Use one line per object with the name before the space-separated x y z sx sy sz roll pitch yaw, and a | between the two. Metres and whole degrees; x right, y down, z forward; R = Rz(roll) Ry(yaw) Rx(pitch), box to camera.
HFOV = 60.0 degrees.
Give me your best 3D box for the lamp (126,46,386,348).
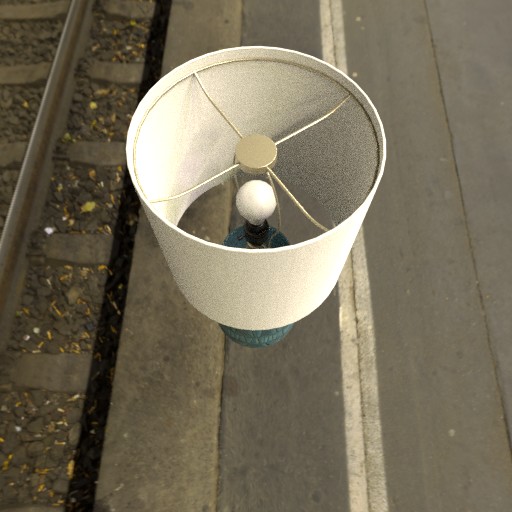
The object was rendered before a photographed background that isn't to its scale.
lamp | 0.000 0.000 0.567 0.211 0.455 0.211 -18 66 -9
